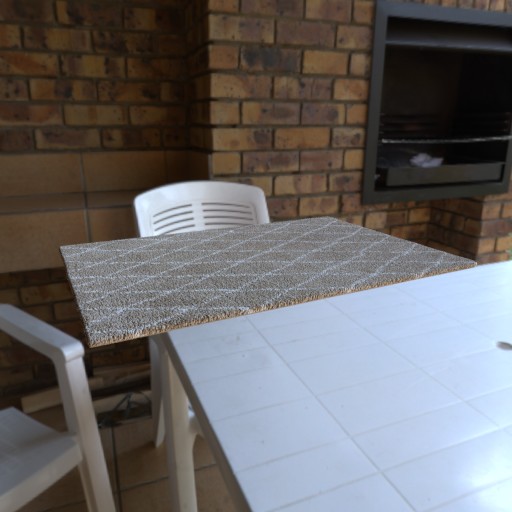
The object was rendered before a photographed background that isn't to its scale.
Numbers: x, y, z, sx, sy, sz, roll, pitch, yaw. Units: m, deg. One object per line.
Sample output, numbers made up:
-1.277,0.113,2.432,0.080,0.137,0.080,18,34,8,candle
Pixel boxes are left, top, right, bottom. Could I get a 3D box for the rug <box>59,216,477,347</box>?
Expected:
0.000,0.000,2.263,1.778,0.030,1.219,-8,19,-26,rug
